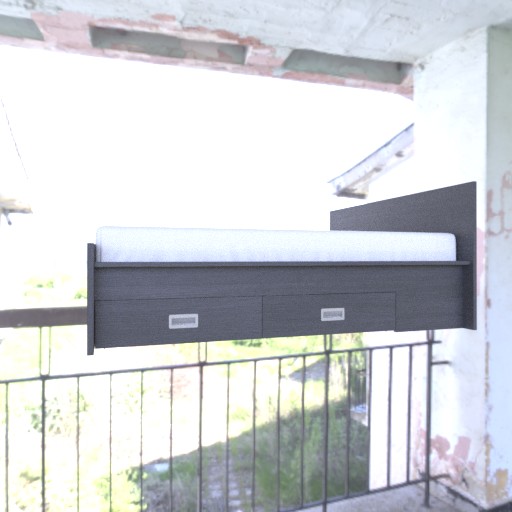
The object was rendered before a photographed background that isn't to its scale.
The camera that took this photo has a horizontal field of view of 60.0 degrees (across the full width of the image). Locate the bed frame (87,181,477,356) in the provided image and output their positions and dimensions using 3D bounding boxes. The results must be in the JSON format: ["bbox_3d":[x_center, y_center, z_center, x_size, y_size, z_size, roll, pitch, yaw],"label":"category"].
[{"bbox_3d":[0.000,0.000,2.841,1.960,0.800,1.622,0,0,-19],"label":"bed frame"}]
